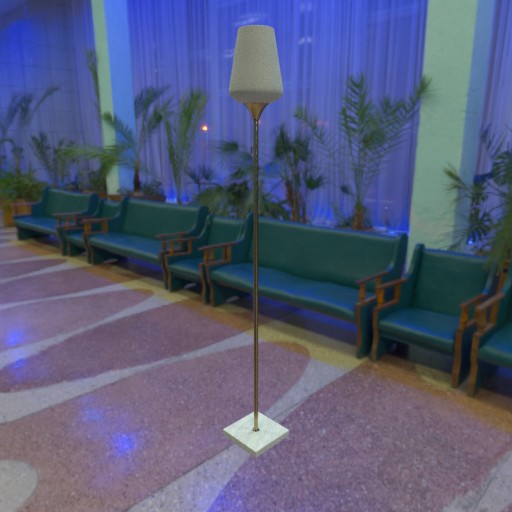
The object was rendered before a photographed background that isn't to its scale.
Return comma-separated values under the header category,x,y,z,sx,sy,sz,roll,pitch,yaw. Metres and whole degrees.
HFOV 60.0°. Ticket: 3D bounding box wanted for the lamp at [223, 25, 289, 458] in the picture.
category,x,y,z,sx,sy,sz,roll,pitch,yaw
lamp,0.000,0.000,1.945,0.229,1.813,0.232,-14,20,-43
